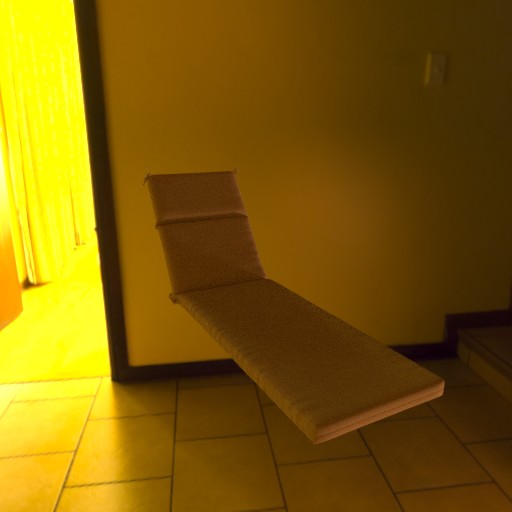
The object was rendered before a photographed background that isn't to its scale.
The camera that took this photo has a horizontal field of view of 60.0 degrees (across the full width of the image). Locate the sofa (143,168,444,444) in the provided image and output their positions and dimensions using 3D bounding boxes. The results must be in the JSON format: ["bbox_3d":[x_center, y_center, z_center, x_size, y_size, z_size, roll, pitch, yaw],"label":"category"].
[{"bbox_3d":[0.000,0.000,1.949,0.582,0.622,1.663,-8,18,-27],"label":"sofa"}]
